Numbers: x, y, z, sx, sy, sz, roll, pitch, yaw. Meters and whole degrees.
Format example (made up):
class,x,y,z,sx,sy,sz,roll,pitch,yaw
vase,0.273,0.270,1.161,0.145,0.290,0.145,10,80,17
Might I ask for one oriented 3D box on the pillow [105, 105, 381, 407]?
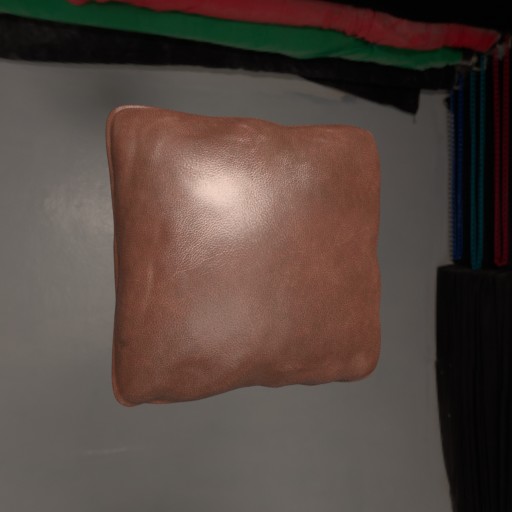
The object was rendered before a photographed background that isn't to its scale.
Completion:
class,x,y,z,sx,sy,sz,roll,pitch,yaw
pillow,0.000,0.000,0.829,0.532,0.523,0.236,0,1,-18
